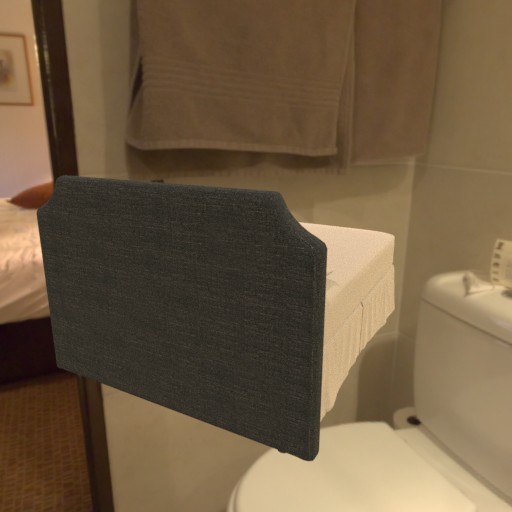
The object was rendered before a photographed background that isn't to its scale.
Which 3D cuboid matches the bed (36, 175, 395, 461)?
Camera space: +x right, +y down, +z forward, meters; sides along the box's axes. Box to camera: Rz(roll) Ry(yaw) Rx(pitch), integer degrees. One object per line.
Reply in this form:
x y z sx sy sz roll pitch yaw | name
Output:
0.000 0.000 3.261 1.828 1.297 2.208 9 19 28 | bed
